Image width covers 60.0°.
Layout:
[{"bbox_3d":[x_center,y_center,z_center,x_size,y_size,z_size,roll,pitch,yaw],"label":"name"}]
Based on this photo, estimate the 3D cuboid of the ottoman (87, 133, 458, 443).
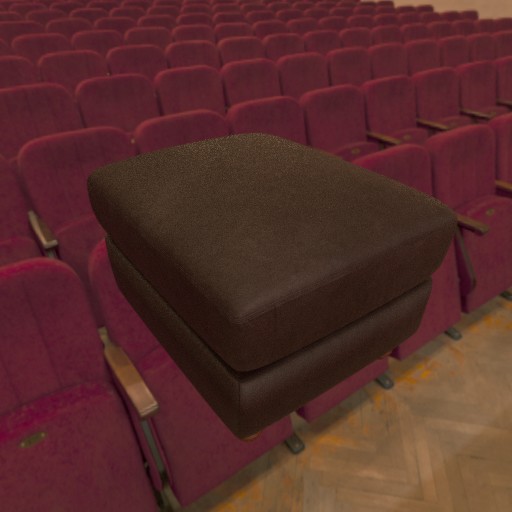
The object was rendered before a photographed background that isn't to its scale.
[{"bbox_3d":[0.000,0.000,1.264,0.670,0.569,0.806,-21,37,-30],"label":"ottoman"}]
